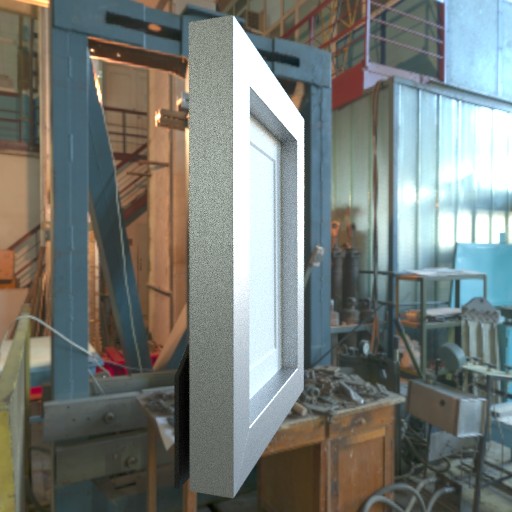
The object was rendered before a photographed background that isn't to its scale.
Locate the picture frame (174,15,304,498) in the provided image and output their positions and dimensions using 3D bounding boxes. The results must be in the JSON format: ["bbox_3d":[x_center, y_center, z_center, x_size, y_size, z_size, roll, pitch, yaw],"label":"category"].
[{"bbox_3d":[0.000,0.000,0.269,0.028,0.208,0.157,0,1,17],"label":"picture frame"}]
